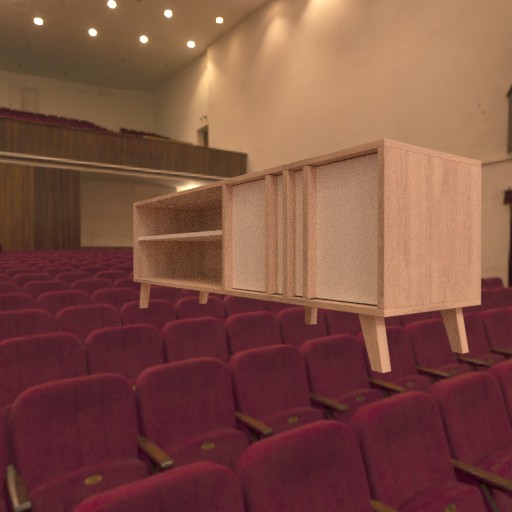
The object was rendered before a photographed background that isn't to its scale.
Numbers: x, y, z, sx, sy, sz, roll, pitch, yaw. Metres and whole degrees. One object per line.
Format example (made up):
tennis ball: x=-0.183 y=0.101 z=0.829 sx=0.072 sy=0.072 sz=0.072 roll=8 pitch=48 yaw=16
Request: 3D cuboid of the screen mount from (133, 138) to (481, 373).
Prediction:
screen mount: x=0.000 y=0.000 z=1.673 sx=0.400 sy=0.510 sz=1.500 roll=0 pitch=0 yaw=-36
